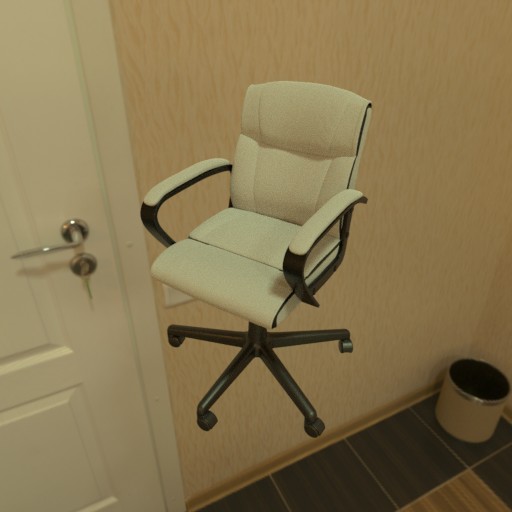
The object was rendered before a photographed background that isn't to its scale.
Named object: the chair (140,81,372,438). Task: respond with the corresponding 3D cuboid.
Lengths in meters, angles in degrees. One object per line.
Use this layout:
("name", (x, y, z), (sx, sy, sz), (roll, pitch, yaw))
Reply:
("chair", (0.000, 0.000, 1.492), (0.739, 1.004, 0.717), (20, 37, 28))
